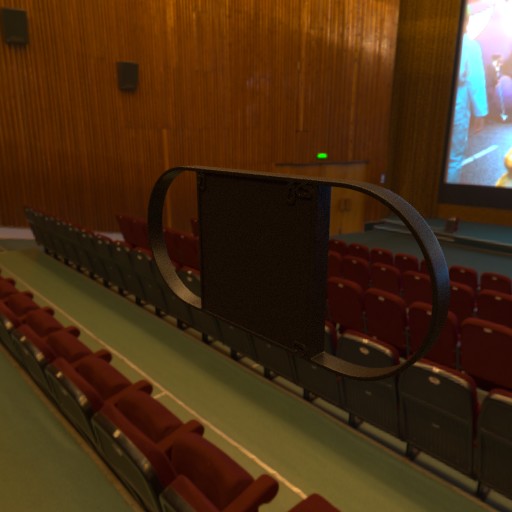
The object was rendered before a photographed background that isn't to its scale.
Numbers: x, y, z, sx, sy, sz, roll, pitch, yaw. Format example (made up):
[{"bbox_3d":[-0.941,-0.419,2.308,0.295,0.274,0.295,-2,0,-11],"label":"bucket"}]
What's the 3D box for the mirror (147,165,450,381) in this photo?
[{"bbox_3d":[0.000,0.000,0.681,0.032,0.254,0.584,-15,22,-42],"label":"mirror"}]
